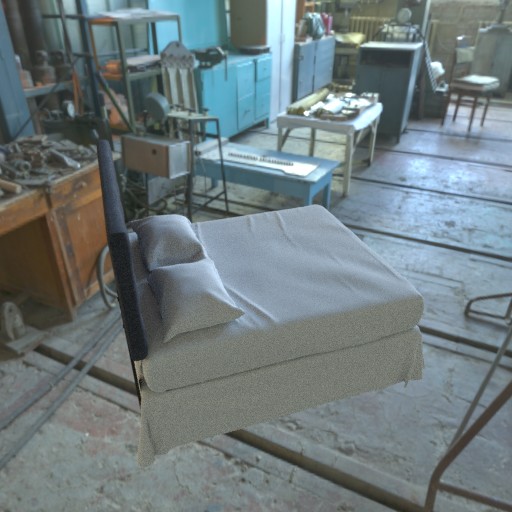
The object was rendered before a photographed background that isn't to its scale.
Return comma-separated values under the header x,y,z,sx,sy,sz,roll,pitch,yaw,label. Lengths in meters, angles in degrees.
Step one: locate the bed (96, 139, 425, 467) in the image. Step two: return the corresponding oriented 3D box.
x,y,z,sx,sy,sz,roll,pitch,yaw,label
0.000,0.000,3.447,2.222,1.577,1.936,-10,33,-16,bed
